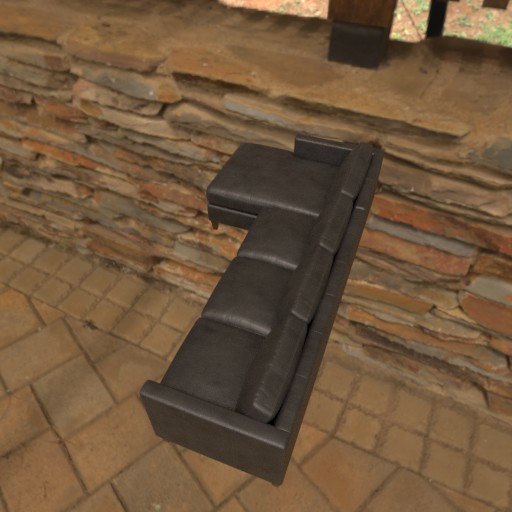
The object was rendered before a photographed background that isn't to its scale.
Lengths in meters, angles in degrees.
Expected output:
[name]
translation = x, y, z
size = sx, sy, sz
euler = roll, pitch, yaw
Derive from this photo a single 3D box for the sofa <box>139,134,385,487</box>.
[sofa]
translation = 0.000, 0.000, 3.864
size = 1.581, 0.883, 3.203
euler = 15, 47, 15
